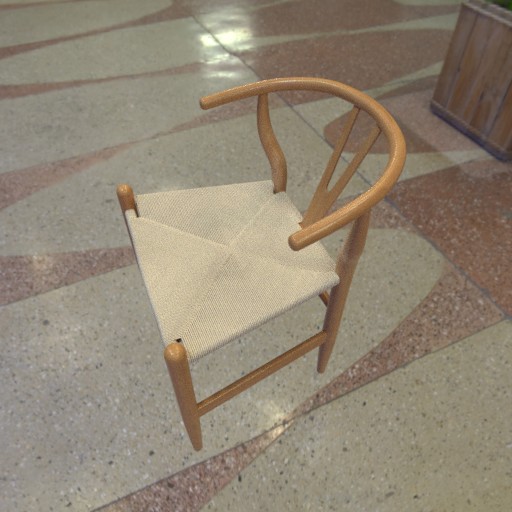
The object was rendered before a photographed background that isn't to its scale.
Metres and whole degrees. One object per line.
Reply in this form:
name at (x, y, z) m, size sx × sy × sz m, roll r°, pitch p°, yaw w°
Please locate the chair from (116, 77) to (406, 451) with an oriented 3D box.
chair at (0.000, 0.000, 1.137) m, size 0.579 × 0.730 × 0.569 m, roll -16°, pitch 48°, yaw -15°
